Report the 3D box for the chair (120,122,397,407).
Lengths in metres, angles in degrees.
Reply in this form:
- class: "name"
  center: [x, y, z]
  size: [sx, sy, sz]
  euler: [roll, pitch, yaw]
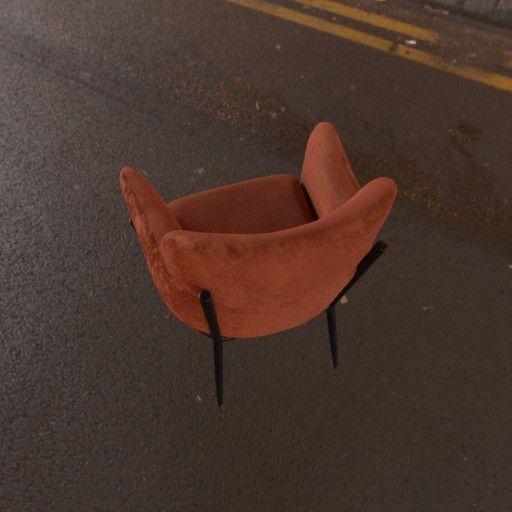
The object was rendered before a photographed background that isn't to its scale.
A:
- class: "chair"
  center: [0.000, 0.000, 1.119]
  size: [0.561, 0.772, 0.523]
  euler: [-15, 58, -10]
